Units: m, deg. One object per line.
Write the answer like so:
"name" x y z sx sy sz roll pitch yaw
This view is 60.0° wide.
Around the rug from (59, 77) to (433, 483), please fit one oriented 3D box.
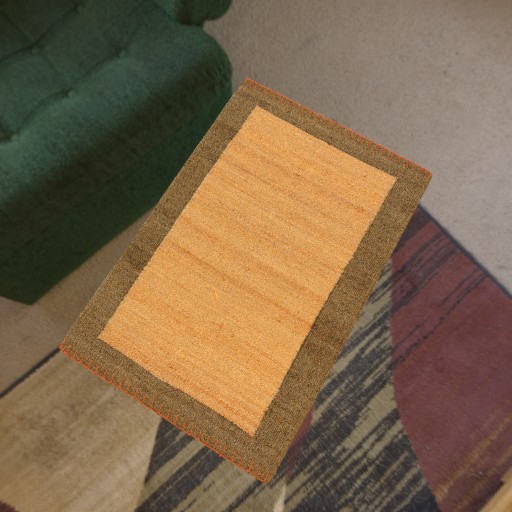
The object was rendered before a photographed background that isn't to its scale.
"rug" 0.000 0.000 2.320 1.220 0.019 1.838 30 77 8
